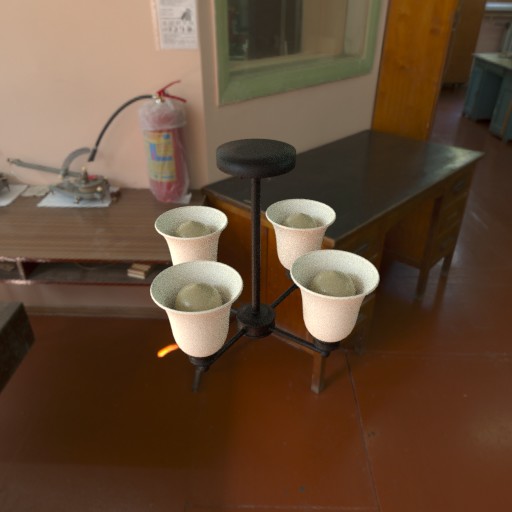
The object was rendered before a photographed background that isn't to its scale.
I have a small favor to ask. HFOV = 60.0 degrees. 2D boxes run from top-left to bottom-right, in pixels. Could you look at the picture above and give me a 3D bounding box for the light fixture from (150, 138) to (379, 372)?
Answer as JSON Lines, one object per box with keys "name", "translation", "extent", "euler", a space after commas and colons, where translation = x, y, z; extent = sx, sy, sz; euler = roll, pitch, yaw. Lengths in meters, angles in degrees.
{"name": "light fixture", "translation": [0.000, 0.000, 1.898], "extent": [1.069, 0.925, 1.069], "euler": [20, 37, 30]}
